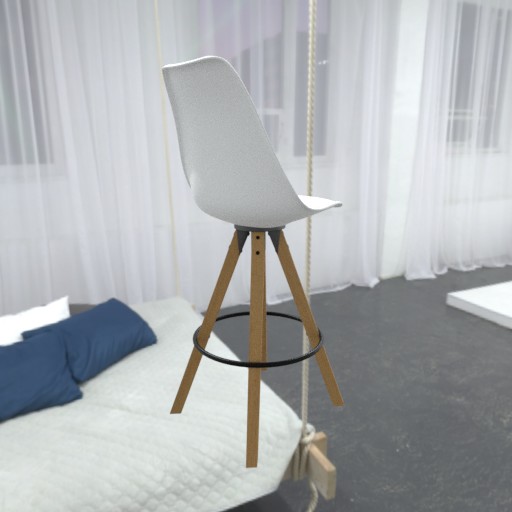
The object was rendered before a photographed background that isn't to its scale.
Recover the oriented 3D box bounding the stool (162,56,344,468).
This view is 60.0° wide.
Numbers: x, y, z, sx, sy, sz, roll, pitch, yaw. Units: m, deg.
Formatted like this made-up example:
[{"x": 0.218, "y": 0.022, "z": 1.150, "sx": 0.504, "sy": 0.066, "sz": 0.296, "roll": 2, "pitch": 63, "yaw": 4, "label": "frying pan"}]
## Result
[{"x": 0.000, "y": 0.000, "z": 1.440, "sx": 0.482, "sy": 1.115, "sz": 0.549, "roll": 13, "pitch": 19, "yaw": 43, "label": "stool"}]
